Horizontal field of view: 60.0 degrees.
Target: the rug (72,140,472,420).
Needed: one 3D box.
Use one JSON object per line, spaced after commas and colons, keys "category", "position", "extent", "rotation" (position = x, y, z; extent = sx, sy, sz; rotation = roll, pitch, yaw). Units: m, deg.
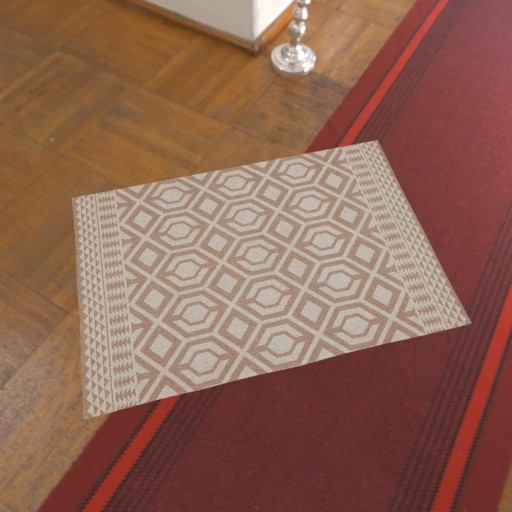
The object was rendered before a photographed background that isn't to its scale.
{"category": "rug", "position": [0.000, 0.000, 2.308], "extent": [1.829, 0.008, 1.219], "rotation": [-12, 61, -7]}
